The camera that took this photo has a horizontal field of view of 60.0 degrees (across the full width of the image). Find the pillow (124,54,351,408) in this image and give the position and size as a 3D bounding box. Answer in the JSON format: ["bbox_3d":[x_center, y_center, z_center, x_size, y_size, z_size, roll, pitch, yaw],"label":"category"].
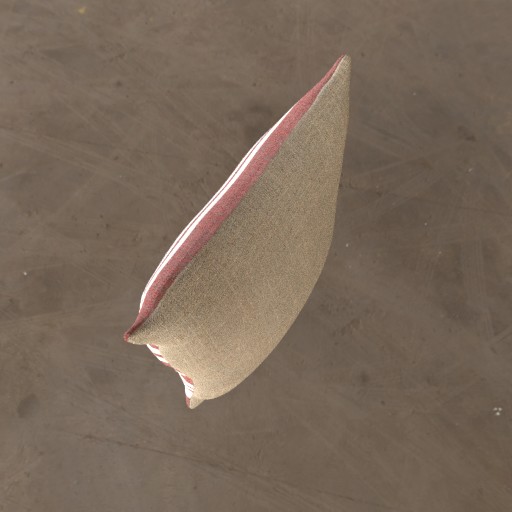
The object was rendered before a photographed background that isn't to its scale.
[{"bbox_3d":[0.000,0.000,0.659,0.182,0.427,0.439,30,67,14],"label":"pillow"}]
